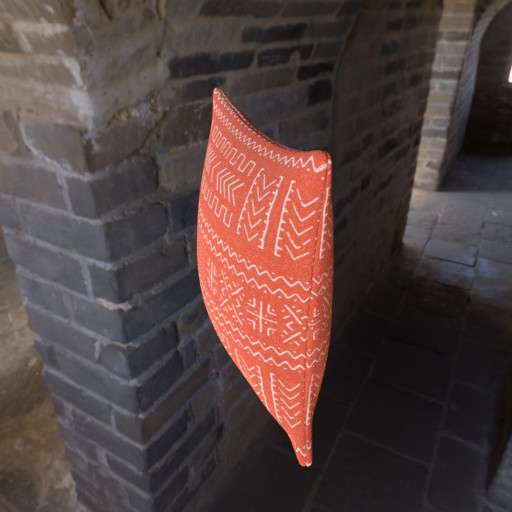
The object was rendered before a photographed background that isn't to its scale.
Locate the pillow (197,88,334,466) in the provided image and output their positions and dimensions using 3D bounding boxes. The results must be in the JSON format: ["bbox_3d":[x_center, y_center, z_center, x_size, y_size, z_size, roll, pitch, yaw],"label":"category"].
[{"bbox_3d":[0.000,0.000,0.671,0.164,0.429,0.438,-9,29,-16],"label":"pillow"}]
